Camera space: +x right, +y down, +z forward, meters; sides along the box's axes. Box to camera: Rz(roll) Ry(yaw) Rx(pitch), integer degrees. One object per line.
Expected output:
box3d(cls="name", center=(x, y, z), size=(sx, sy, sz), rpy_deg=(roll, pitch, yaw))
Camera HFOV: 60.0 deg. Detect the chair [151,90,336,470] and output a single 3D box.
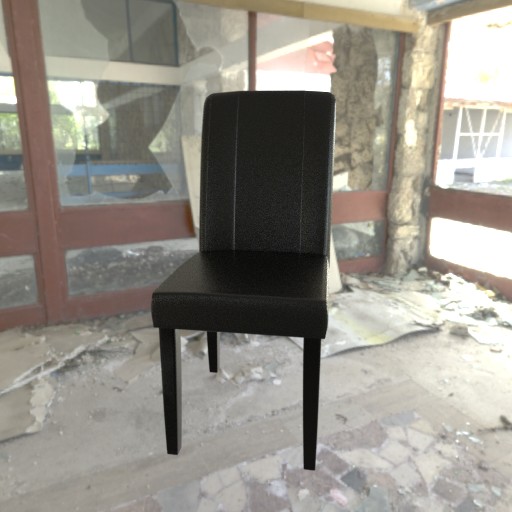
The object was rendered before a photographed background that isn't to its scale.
box3d(cls="chair", center=(0.000, 0.000, 1.202), size=(0.399, 0.897, 0.556), rpy_deg=(2, 15, 9))
